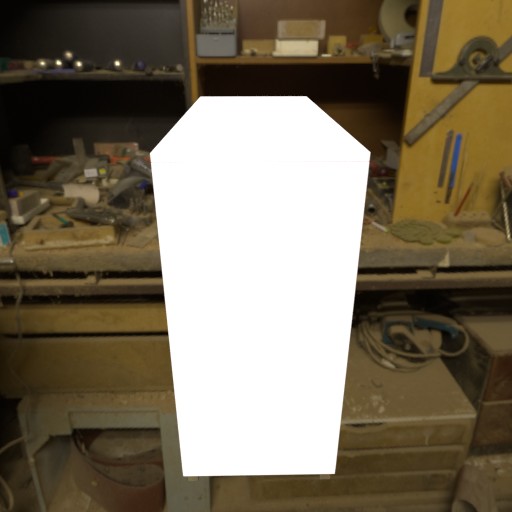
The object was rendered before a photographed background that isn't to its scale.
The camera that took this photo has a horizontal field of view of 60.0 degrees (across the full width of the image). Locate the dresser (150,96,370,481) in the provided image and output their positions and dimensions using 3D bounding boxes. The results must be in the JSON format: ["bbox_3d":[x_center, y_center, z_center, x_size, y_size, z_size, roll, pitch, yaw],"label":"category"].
[{"bbox_3d":[0.000,0.000,1.632,0.460,1.000,1.100,0,25,-1],"label":"dresser"}]
